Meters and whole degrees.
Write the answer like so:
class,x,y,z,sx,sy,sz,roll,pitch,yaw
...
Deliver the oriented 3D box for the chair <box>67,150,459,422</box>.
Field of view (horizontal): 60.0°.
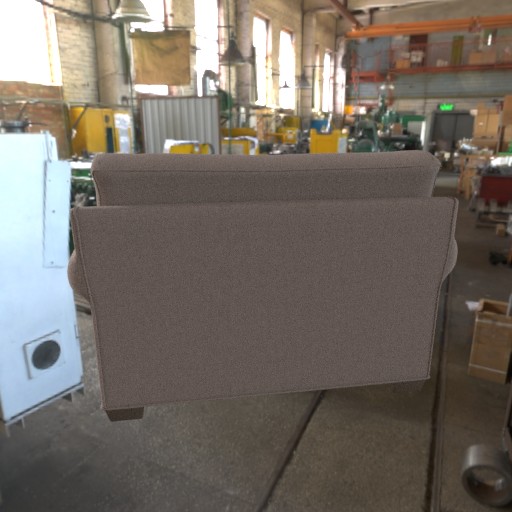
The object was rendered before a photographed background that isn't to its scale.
class,x,y,z,sx,sy,sz,roll,pitch,yaw
chair,0.000,0.000,1.953,1.390,0.930,0.930,-3,17,-9
